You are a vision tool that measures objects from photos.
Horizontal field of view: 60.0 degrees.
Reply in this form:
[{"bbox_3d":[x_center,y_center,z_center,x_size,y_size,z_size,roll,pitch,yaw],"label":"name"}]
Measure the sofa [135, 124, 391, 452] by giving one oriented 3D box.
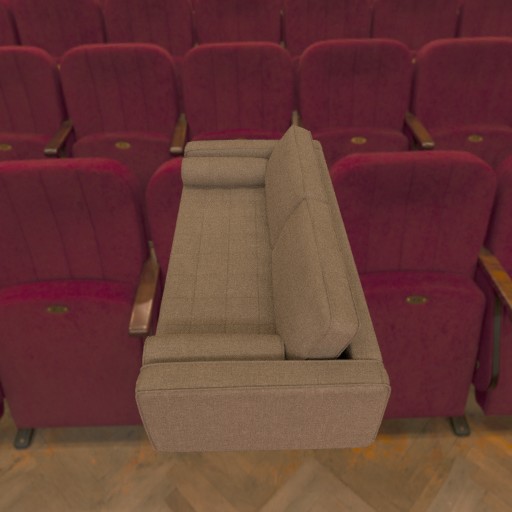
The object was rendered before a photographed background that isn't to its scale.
[{"bbox_3d":[0.000,0.000,2.333,0.914,0.762,1.879,-1,41,-1],"label":"sofa"}]
